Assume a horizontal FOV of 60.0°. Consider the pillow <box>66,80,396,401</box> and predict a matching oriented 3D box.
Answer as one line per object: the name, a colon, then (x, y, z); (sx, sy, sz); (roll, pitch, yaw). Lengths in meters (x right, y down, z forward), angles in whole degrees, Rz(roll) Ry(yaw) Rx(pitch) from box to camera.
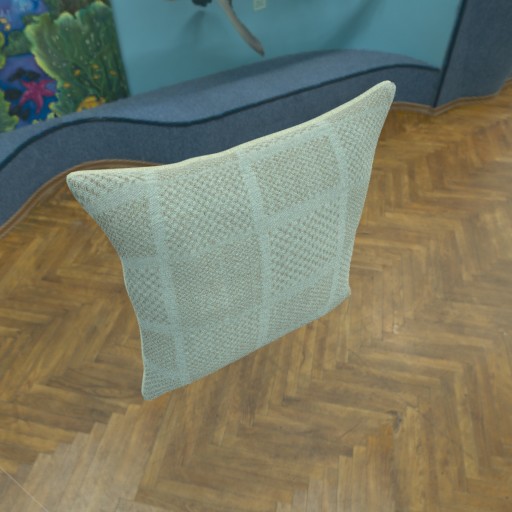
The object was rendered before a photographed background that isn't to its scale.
pillow: (0.000, 0.000, 0.662); (0.436, 0.432, 0.138); (-23, 49, -22)
